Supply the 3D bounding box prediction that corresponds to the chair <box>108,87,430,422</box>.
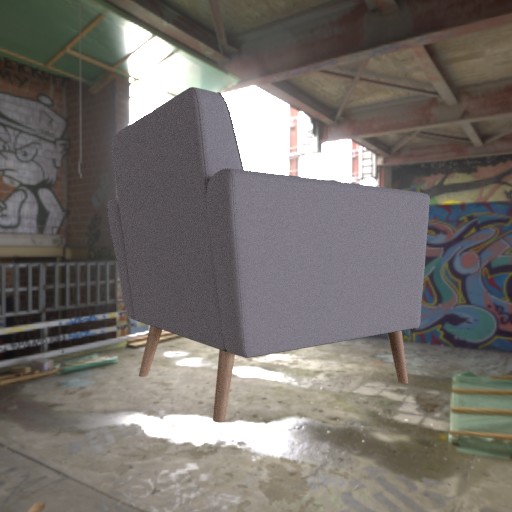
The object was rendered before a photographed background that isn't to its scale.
[{"bbox_3d":[0.000,0.000,1.421,0.750,0.780,0.780,-1,1,-36],"label":"chair"}]
